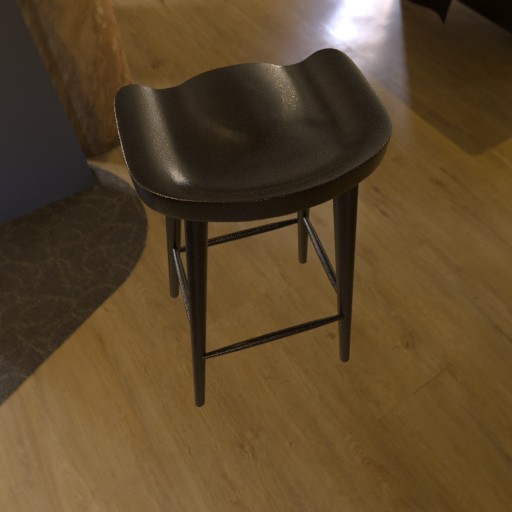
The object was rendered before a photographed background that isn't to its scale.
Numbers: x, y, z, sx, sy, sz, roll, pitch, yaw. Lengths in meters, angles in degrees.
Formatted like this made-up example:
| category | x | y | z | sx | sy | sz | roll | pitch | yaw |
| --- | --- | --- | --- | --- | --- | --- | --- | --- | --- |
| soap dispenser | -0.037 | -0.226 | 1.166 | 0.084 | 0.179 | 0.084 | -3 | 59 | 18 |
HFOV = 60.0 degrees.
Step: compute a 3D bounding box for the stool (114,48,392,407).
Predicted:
| category | x | y | z | sx | sy | sz | roll | pitch | yaw |
| --- | --- | --- | --- | --- | --- | --- | --- | --- | --- |
| stool | 0.000 | 0.000 | 0.976 | 0.440 | 0.749 | 0.361 | -14 | 59 | -9 |
